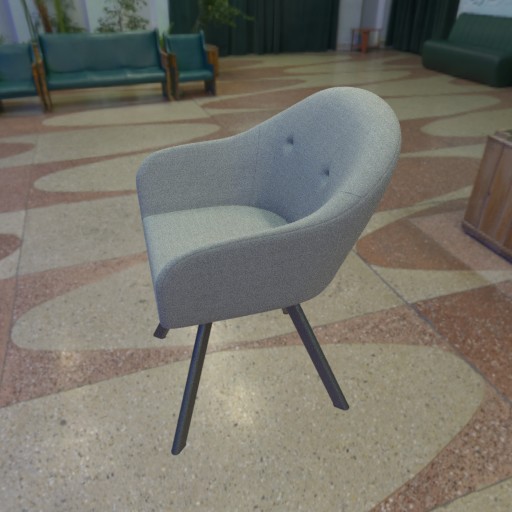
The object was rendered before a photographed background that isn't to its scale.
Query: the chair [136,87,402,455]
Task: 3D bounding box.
[{"bbox_3d":[0.000,0.000,1.135,0.570,0.780,0.540,-9,34,-14],"label":"chair"}]
